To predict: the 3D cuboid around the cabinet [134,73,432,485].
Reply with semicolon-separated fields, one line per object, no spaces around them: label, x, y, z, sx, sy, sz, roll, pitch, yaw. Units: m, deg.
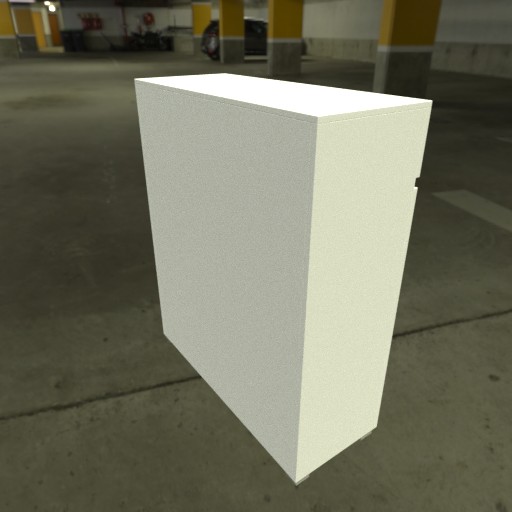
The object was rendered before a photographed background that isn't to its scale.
cabinet;0.000;0.000;1.667;0.400;1.190;1.000;-18;32;-31
